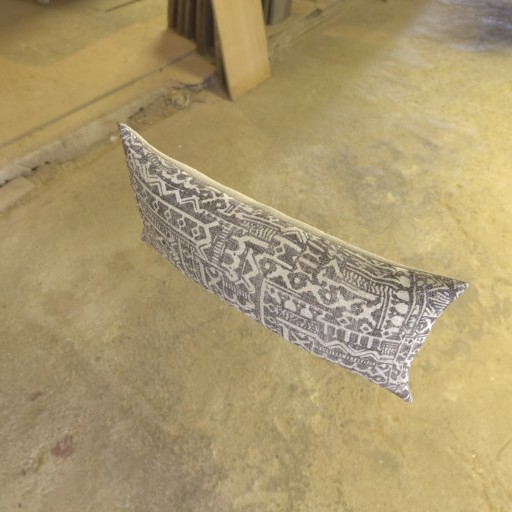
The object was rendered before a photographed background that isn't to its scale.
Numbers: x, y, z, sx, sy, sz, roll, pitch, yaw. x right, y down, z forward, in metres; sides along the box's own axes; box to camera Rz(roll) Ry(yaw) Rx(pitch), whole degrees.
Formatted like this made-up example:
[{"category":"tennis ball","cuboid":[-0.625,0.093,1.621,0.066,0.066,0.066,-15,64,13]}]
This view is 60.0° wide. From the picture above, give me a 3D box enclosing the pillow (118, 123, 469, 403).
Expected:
[{"category":"pillow","cuboid":[0.000,0.000,0.744,0.631,0.290,0.148,29,52,25]}]
